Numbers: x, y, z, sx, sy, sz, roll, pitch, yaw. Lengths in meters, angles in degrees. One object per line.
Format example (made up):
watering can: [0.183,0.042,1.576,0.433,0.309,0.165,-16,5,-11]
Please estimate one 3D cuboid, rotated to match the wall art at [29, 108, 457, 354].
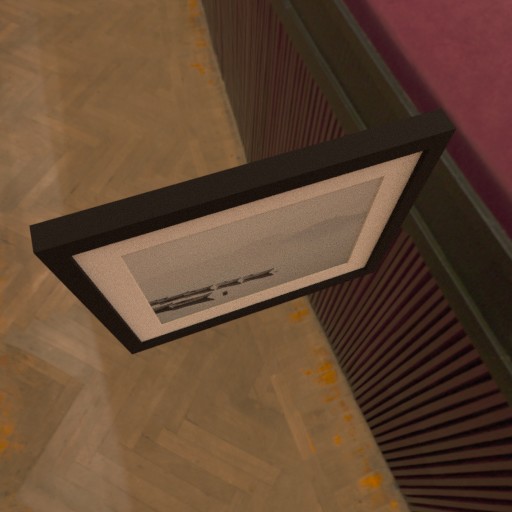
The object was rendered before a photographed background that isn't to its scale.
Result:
wall art: [0.000,0.000,0.543,0.397,0.325,0.028,-18,64,-9]
